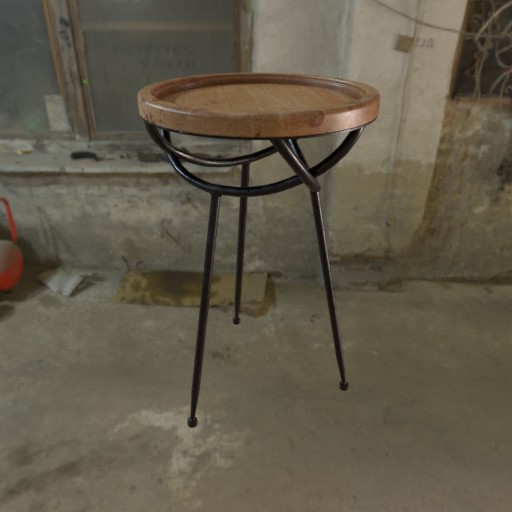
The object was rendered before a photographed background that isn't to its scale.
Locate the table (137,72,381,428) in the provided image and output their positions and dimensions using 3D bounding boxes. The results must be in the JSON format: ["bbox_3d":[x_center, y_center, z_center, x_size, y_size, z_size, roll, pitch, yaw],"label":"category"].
[{"bbox_3d":[0.000,0.000,0.927,0.418,0.664,0.414,-18,35,-29],"label":"table"}]
